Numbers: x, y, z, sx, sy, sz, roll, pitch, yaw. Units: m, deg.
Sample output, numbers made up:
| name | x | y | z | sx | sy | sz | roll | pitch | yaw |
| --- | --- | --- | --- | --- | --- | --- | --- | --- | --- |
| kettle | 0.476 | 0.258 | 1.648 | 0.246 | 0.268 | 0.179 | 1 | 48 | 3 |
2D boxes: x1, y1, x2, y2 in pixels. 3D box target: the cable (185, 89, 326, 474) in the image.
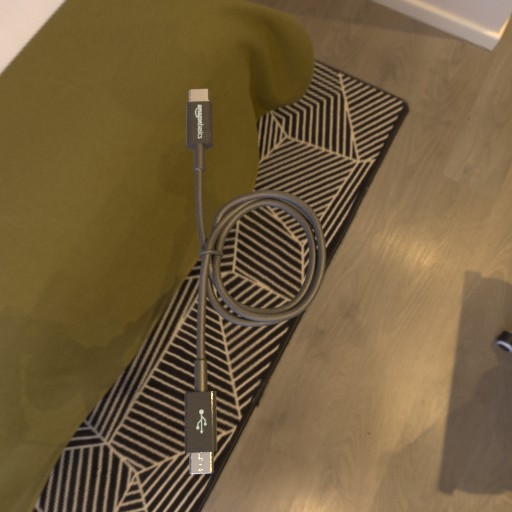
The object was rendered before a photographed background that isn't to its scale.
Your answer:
| name | x | y | z | sx | sy | sz | roll | pitch | yaw |
| --- | --- | --- | --- | --- | --- | --- | --- | --- | --- |
| cable | 0.000 | 0.000 | 0.215 | 0.070 | 0.014 | 0.192 | -2 | 75 | -1 |
